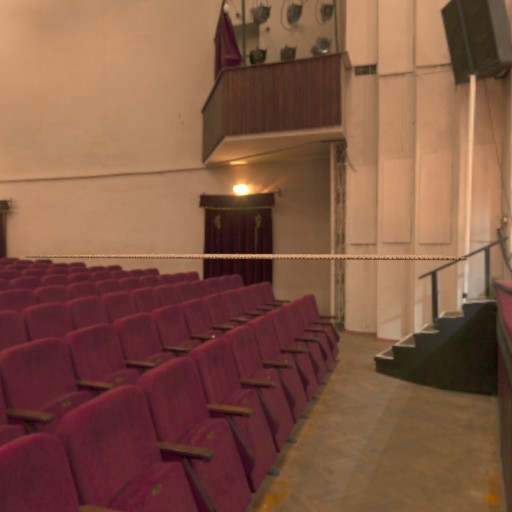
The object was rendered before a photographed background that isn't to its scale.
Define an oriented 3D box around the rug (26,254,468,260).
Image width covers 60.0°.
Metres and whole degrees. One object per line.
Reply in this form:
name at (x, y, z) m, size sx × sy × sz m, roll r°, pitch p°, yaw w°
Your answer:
rug at (0.000, 0.000, 3.032) m, size 2.439 × 0.011 × 1.533 m, roll 0°, pitch 1°, yaw 18°
